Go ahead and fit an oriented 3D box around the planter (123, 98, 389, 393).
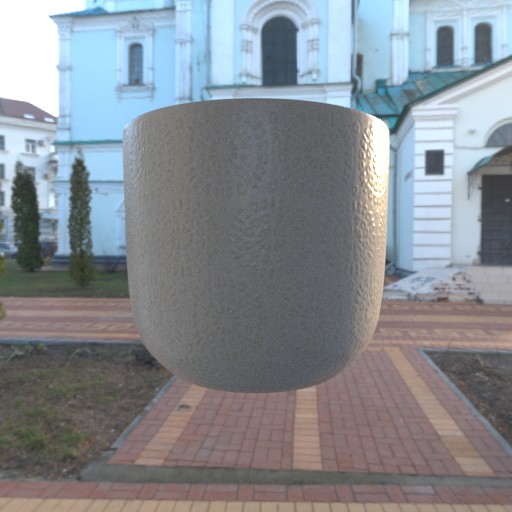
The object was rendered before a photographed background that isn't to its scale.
[{"bbox_3d":[0.000,0.000,0.363,0.208,0.190,0.208,0,1,0],"label":"planter"}]
